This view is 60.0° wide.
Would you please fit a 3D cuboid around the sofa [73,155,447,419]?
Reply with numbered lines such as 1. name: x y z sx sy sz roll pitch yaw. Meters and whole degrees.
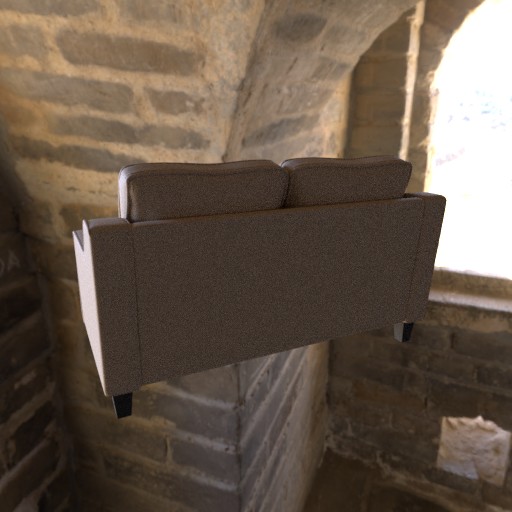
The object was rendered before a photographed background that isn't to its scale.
1. sofa: 0.000 0.000 3.523 2.587 1.562 1.351 -8 18 -25
